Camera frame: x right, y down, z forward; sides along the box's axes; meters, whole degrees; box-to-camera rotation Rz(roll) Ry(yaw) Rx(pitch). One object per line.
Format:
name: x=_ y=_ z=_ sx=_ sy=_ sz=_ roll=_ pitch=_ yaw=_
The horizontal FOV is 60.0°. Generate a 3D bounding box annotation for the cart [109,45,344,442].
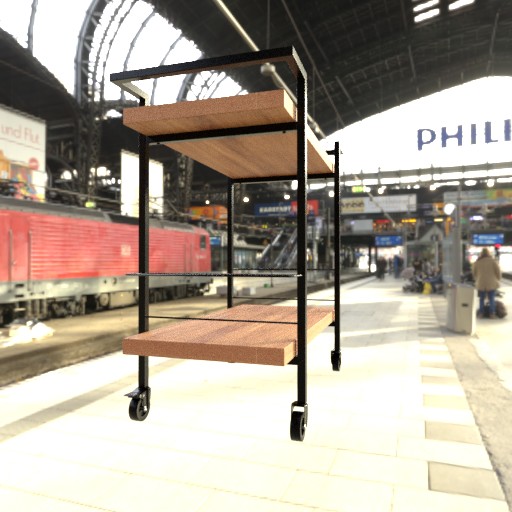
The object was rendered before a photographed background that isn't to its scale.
cart: x=0.000 y=0.000 z=1.252 sx=0.406 sy=0.762 sz=0.806 roll=0 pitch=-1 yaw=18
